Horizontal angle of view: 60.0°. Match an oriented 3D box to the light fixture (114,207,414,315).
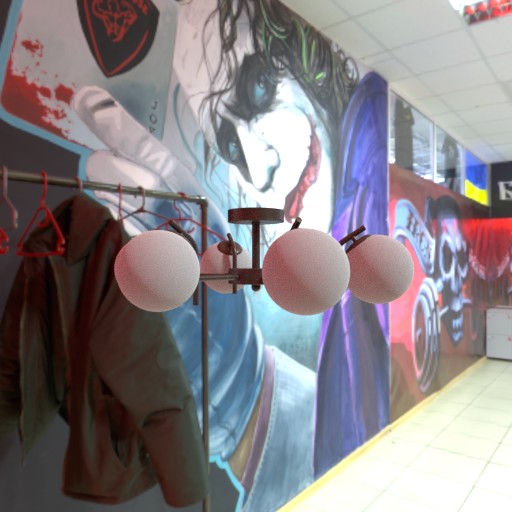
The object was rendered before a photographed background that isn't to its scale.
[{"bbox_3d":[0.000,0.000,0.979,0.662,0.201,0.662,0,-1,0],"label":"light fixture"}]
